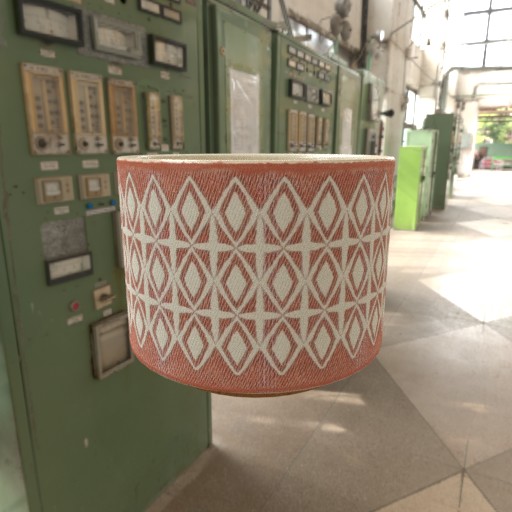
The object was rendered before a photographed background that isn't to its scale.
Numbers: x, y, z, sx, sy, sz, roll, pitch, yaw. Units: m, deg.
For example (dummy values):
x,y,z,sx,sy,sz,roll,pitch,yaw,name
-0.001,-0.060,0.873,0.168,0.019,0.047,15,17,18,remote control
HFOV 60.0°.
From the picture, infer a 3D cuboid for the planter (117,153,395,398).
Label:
x,y,z,sx,sy,sz,roll,pitch,yaw,name
0.000,0.000,0.336,0.192,0.148,0.192,0,14,0,planter
